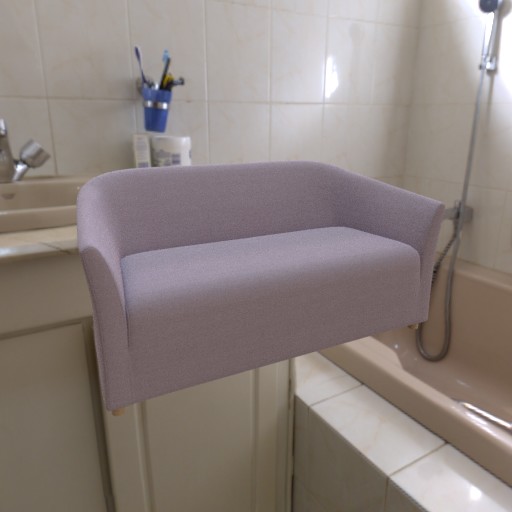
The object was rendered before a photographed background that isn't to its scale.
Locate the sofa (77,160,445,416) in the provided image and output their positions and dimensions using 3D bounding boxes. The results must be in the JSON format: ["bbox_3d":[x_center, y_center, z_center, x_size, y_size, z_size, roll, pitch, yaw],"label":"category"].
[{"bbox_3d":[0.000,0.000,1.890,1.452,0.721,0.705,-9,19,-27],"label":"sofa"}]
